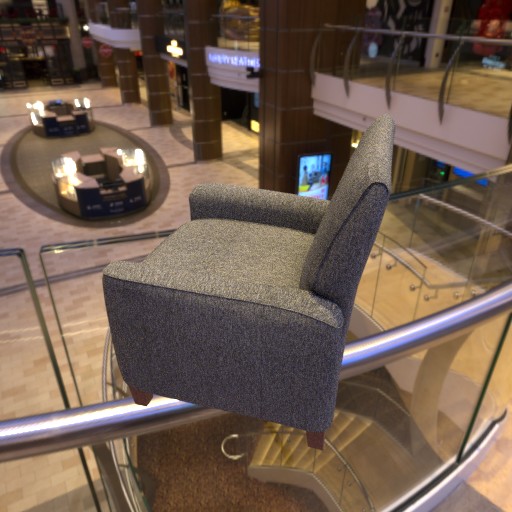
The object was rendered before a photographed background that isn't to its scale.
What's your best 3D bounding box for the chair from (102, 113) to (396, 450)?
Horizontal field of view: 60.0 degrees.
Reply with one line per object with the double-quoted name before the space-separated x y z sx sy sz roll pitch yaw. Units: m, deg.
"chair" 0.000 0.000 1.654 0.864 1.014 0.848 8 31 14
